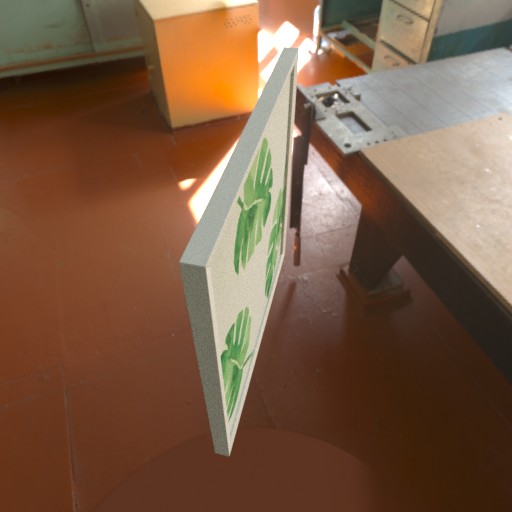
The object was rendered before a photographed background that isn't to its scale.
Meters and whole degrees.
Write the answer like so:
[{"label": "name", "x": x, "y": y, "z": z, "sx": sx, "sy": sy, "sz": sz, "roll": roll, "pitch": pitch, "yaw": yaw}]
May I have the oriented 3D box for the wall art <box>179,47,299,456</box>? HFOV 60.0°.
[{"label": "wall art", "x": 0.000, "y": 0.000, "z": 1.154, "sx": 0.040, "sy": 0.762, "sz": 0.762, "roll": 10, "pitch": 48, "yaw": 9}]
